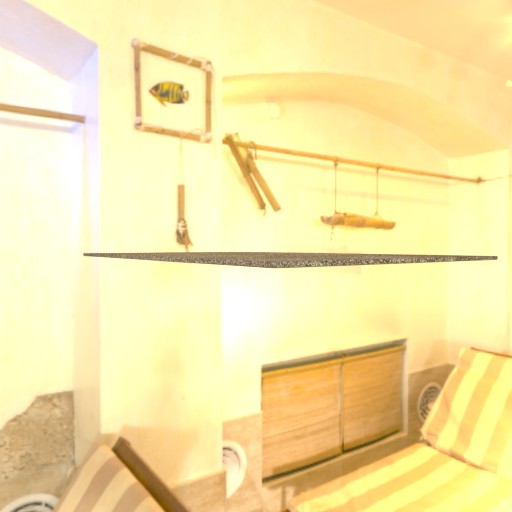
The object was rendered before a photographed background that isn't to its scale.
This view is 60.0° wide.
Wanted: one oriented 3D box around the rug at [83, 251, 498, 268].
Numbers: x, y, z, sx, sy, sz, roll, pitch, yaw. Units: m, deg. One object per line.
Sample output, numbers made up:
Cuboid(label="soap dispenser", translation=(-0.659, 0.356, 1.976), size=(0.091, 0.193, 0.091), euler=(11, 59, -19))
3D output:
Cuboid(label="rug", translation=(0.000, 0.000, 3.339), size=(1.802, 0.026, 2.699), euler=(-1, 2, -36))
